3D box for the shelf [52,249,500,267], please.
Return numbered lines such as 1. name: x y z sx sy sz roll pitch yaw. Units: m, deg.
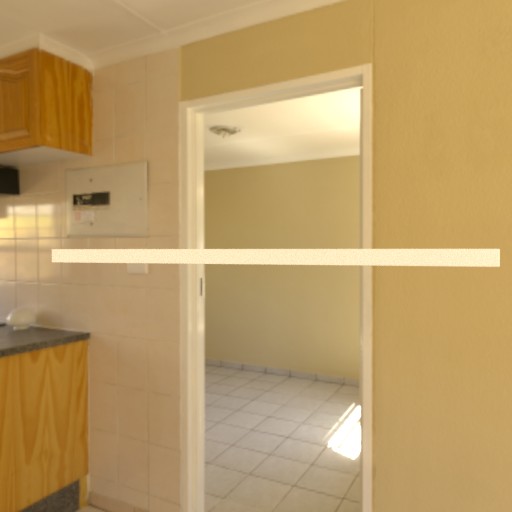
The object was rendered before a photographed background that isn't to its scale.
1. shelf: 0.000 0.000 0.649 0.610 0.020 0.140 0 1 18
